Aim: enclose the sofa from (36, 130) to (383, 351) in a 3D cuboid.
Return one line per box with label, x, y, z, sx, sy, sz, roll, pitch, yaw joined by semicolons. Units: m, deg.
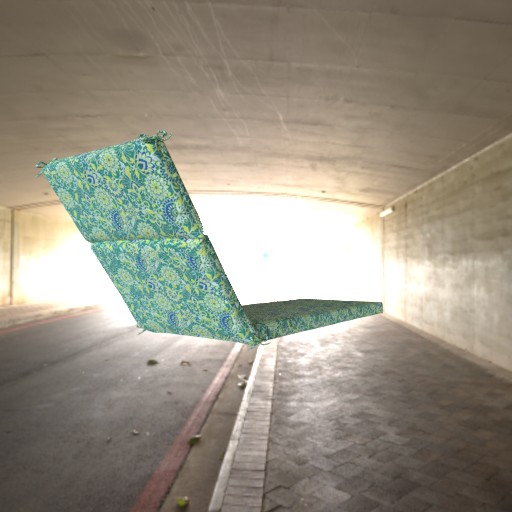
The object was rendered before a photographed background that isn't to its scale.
sofa;0.000;0.000;1.899;0.582;0.622;1.663;-1;-2;36
